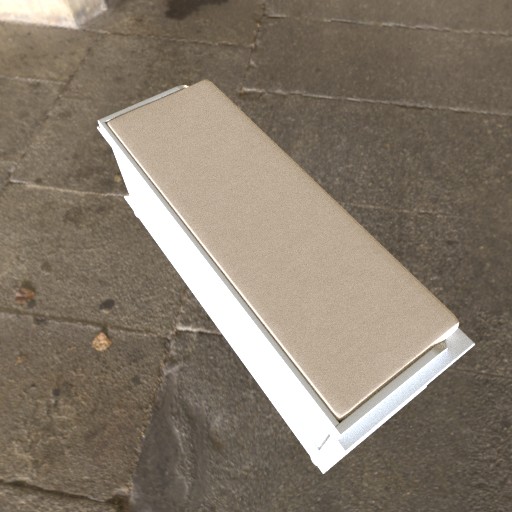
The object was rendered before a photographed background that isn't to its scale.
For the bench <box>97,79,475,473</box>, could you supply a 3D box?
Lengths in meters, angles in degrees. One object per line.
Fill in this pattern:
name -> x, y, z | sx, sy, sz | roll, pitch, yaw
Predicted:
bench -> 0.000, 0.000, 1.387 | 0.402, 0.486, 1.185 | -31, 63, -18
